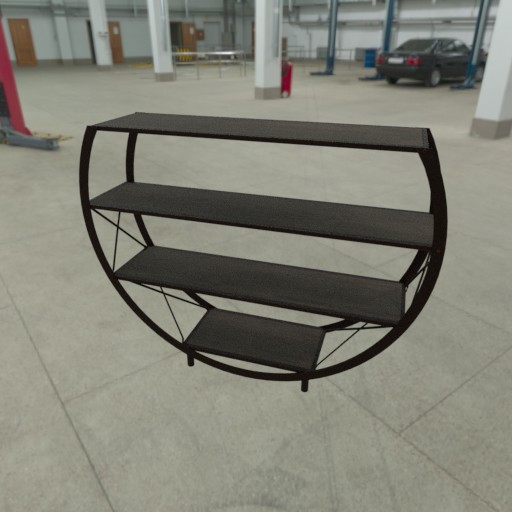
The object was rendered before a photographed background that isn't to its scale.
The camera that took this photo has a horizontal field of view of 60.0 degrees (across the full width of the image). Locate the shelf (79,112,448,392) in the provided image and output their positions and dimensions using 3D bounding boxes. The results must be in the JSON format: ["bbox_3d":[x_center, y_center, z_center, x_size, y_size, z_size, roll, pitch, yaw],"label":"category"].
[{"bbox_3d":[0.000,0.000,1.868,1.403,1.063,0.344,8,28,16],"label":"shelf"}]
